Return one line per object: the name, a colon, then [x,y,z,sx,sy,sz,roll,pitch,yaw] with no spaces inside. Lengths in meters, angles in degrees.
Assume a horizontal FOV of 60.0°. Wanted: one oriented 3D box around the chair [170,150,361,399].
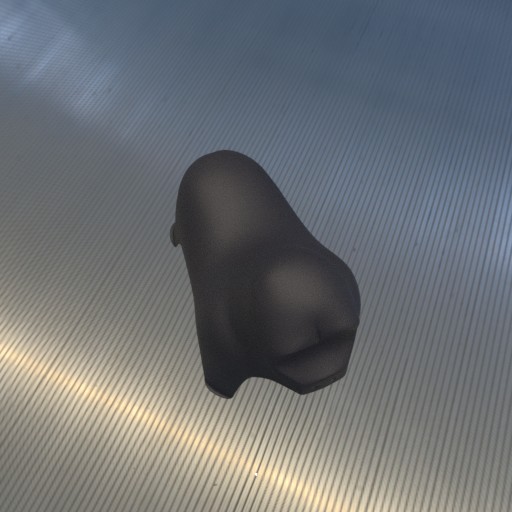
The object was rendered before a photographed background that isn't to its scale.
chair: [0.000,0.000,1.170,0.490,0.600,0.758,-20,66,-10]
